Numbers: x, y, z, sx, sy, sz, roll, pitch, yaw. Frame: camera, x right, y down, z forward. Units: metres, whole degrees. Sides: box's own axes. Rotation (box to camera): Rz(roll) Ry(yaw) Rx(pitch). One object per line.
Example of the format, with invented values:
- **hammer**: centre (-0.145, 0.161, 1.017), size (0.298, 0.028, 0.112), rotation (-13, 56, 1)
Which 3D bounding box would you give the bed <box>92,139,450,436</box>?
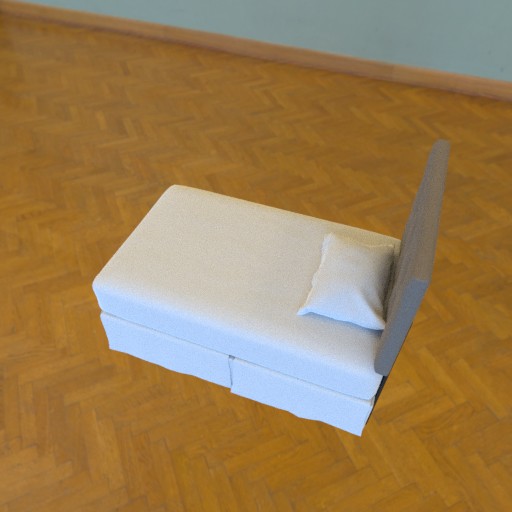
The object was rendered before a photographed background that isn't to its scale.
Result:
- **bed**: centre (0.000, 0.000, 2.991), size (1.997, 1.571, 1.261), rotation (15, 49, 14)
